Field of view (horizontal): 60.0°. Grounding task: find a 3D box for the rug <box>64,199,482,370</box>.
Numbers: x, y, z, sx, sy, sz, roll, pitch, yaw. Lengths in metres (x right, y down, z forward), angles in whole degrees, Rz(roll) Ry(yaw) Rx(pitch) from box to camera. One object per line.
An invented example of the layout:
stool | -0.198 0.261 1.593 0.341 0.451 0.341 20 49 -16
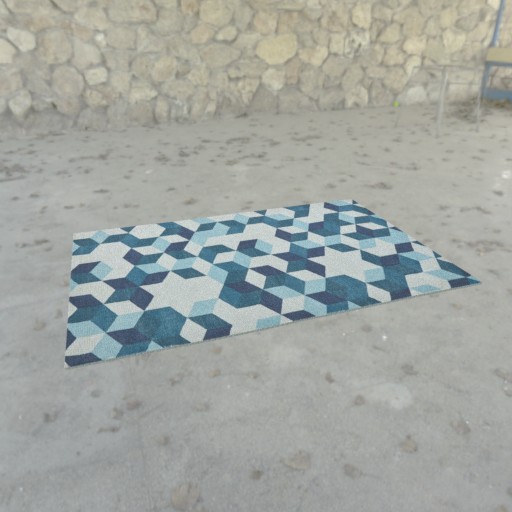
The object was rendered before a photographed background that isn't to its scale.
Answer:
rug | 0.000 0.000 2.328 1.829 0.014 1.235 -9 28 -17
